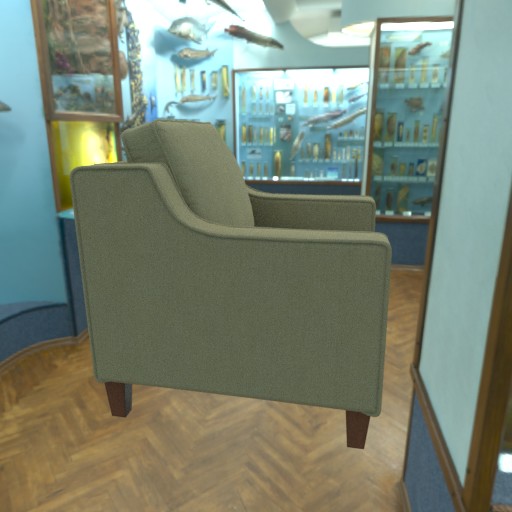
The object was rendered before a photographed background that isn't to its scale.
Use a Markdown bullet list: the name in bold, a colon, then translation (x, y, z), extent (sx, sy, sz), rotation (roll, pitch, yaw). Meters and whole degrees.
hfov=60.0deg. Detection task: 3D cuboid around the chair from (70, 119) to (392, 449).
- **chair**: translation (0.000, 0.000, 1.636), extent (0.909, 0.960, 0.831), rotation (3, 16, 11)
